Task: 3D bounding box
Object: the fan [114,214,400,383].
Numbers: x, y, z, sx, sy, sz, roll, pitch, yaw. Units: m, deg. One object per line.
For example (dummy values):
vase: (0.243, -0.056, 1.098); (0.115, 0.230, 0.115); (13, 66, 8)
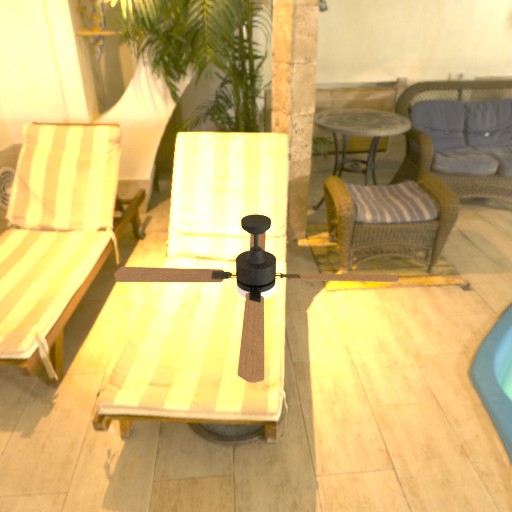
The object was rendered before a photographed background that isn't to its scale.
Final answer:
fan: (0.000, 0.000, 2.002); (1.320, 0.355, 1.320); (1, 30, 1)
